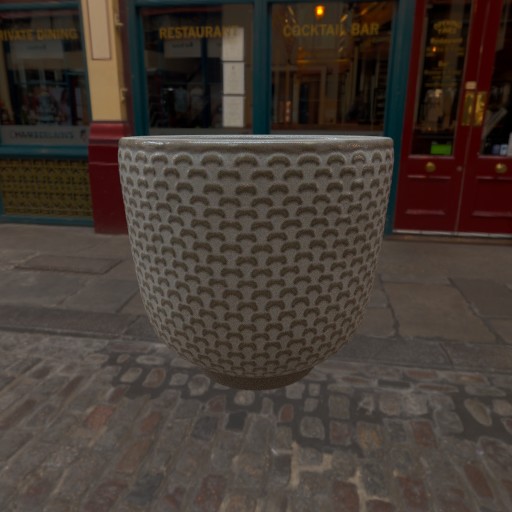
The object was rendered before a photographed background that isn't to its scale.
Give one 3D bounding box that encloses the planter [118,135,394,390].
[{"bbox_3d":[0.000,0.000,0.308,0.173,0.160,0.173,0,16,0],"label":"planter"}]
